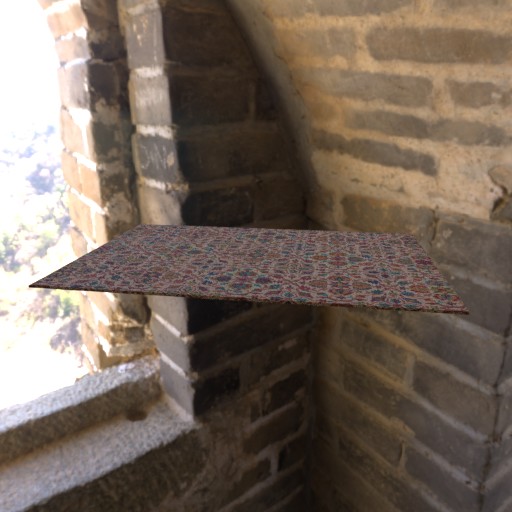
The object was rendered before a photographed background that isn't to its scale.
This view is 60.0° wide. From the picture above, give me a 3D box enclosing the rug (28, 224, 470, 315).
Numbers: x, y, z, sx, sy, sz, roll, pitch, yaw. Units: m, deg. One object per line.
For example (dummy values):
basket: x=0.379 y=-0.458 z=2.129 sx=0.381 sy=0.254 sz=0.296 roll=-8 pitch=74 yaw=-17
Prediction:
rug: x=0.000 y=0.000 z=2.989 sx=2.297 sy=0.018 sz=1.541 roll=3 pitch=17 yaw=9
